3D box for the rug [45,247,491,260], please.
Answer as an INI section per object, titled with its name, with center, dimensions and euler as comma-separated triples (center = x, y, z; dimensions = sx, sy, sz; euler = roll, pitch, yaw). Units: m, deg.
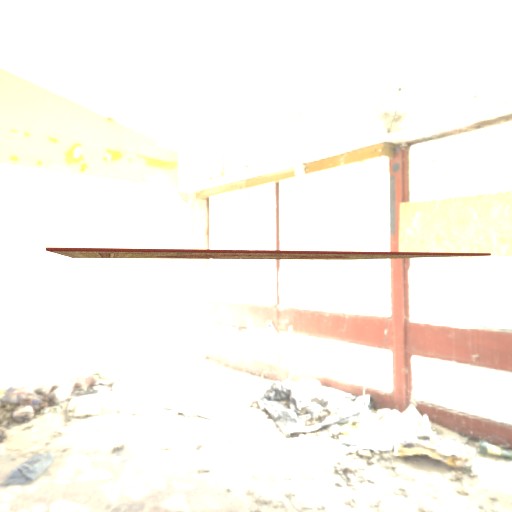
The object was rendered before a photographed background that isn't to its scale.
[rug]
center = 0.000, 0.000, 2.243
dimensions = 1.802, 0.013, 1.194
euler = 0, -2, -19
